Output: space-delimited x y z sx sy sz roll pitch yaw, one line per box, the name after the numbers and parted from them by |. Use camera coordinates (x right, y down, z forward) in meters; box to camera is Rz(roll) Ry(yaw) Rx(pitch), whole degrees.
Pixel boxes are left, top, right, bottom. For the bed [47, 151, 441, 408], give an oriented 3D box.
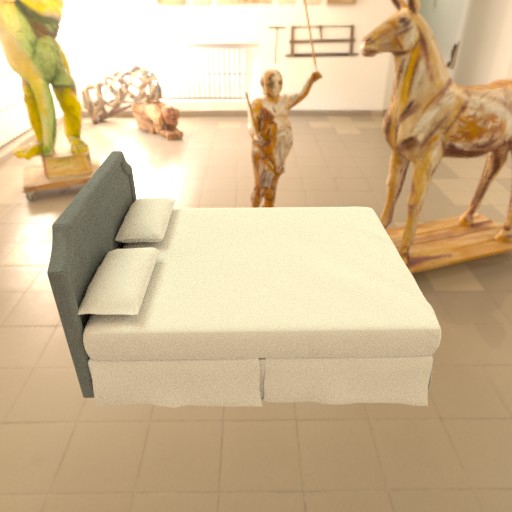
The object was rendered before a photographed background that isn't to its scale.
0.000 0.000 3.580 2.464 1.306 1.977 -1 31 -1 | bed
